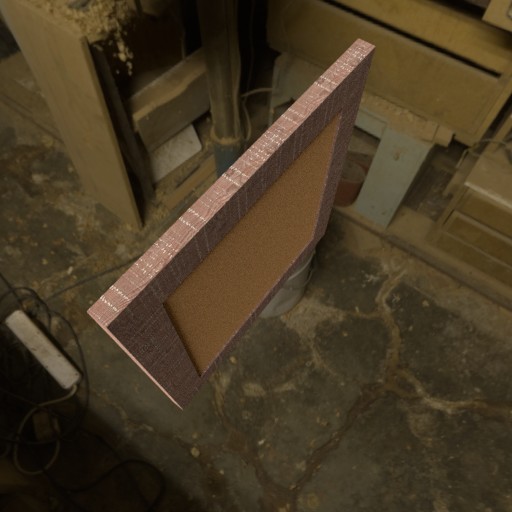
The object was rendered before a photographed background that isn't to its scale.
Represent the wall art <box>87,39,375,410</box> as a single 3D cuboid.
[{"bbox_3d":[0.000,0.000,0.780,0.029,0.531,0.531,34,67,16],"label":"wall art"}]
